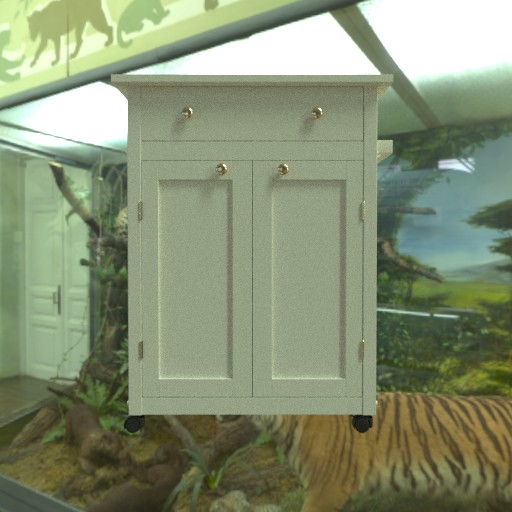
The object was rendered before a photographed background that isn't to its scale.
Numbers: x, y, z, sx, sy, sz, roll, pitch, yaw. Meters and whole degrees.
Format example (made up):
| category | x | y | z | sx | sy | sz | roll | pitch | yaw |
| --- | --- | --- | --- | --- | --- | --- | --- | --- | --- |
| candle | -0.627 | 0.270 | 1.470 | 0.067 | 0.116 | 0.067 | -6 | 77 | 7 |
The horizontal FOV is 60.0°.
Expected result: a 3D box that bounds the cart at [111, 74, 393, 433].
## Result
| category | x | y | z | sx | sy | sz | roll | pitch | yaw |
| --- | --- | --- | --- | --- | --- | --- | --- | --- | --- |
| cart | 0.000 | 0.000 | 1.272 | 0.683 | 0.864 | 0.442 | 0 | 1 | 0 |
